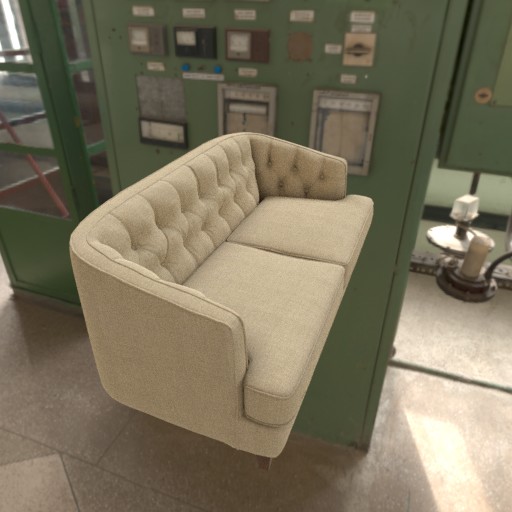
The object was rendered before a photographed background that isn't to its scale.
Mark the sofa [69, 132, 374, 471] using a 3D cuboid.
[{"bbox_3d":[0.000,0.000,2.234,0.941,0.855,1.733,11,32,19],"label":"sofa"}]
